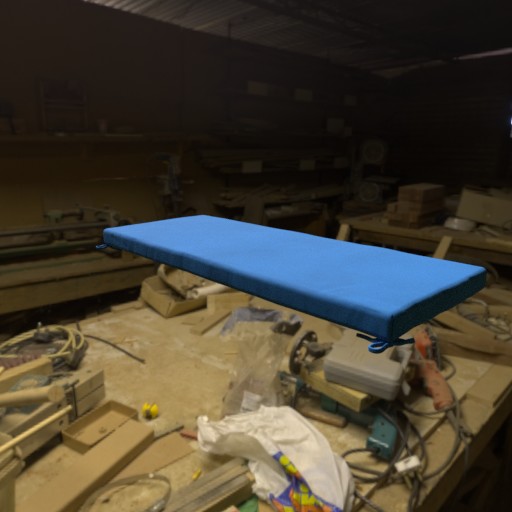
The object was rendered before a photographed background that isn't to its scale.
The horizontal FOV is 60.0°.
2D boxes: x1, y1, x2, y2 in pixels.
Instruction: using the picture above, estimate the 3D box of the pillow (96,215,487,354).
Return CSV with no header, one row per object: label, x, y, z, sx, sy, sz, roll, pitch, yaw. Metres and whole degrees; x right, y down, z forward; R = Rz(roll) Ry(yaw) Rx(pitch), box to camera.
pillow,0.000,0.000,1.327,0.492,0.081,1.187,-14,20,-42
